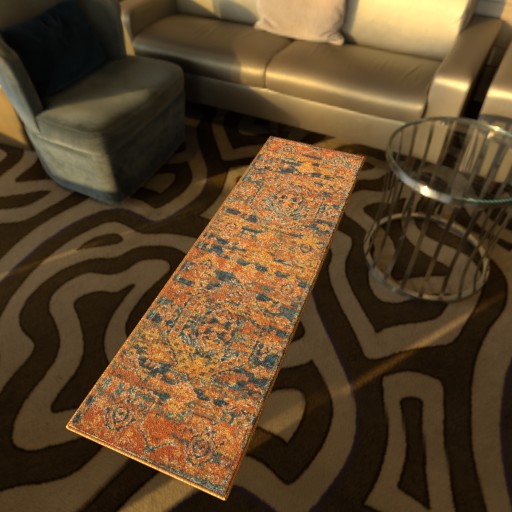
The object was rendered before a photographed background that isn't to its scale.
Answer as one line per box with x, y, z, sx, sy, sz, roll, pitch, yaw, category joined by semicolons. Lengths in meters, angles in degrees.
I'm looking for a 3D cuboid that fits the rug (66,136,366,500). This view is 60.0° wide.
0.000;0.000;1.897;0.556;0.013;1.820;16;49;15;rug
